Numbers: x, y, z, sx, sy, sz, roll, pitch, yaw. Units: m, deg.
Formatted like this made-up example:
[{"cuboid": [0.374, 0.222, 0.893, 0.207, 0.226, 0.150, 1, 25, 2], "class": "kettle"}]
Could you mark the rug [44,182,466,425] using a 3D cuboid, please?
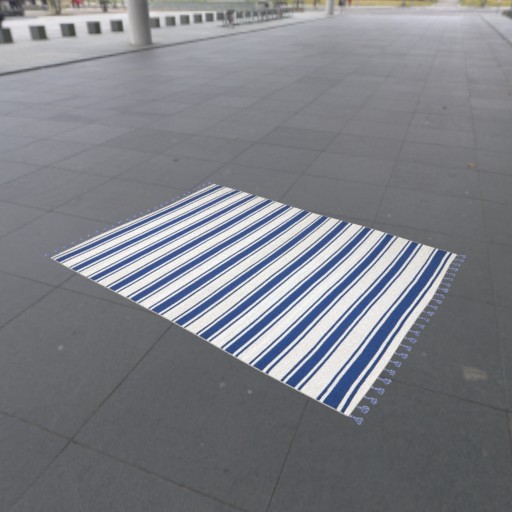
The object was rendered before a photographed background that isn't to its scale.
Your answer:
[{"cuboid": [0.000, 0.000, 4.370, 3.416, 0.016, 2.471, 21, 36, 31], "class": "rug"}]
